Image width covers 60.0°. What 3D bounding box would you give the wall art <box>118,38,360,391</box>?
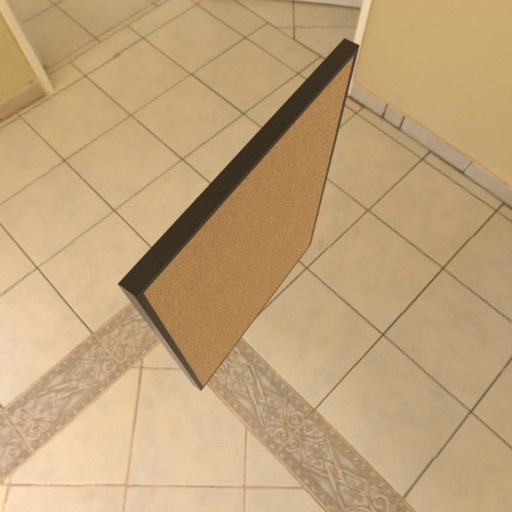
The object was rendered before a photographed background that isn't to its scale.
[{"bbox_3d":[0.000,0.000,1.396,0.043,1.046,0.788,33,69,15],"label":"wall art"}]
